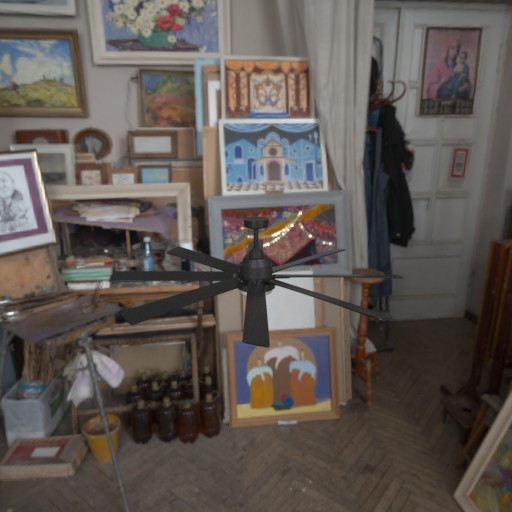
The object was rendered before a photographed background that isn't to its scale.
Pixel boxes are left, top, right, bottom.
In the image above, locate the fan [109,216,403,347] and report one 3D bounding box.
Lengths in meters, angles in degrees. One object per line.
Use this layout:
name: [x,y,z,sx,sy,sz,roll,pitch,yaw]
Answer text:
fan: [0.000,0.000,2.774,1.830,0.472,1.830,16,22,43]
